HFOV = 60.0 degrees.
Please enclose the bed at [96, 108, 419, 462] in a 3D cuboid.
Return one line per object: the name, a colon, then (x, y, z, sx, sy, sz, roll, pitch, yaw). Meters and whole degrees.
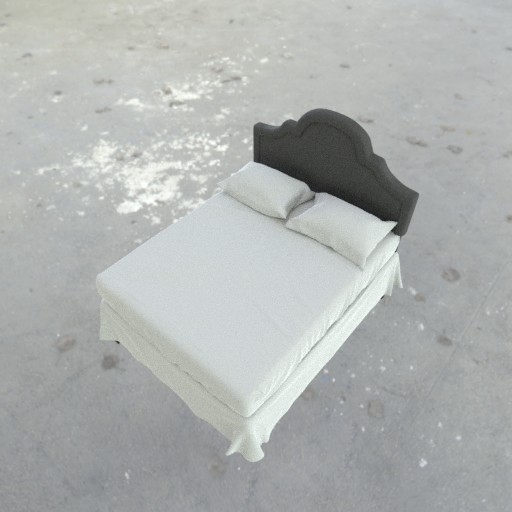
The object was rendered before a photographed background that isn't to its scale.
bed: (0.000, 0.000, 3.466, 1.780, 1.634, 2.222, 32, 54, 26)
